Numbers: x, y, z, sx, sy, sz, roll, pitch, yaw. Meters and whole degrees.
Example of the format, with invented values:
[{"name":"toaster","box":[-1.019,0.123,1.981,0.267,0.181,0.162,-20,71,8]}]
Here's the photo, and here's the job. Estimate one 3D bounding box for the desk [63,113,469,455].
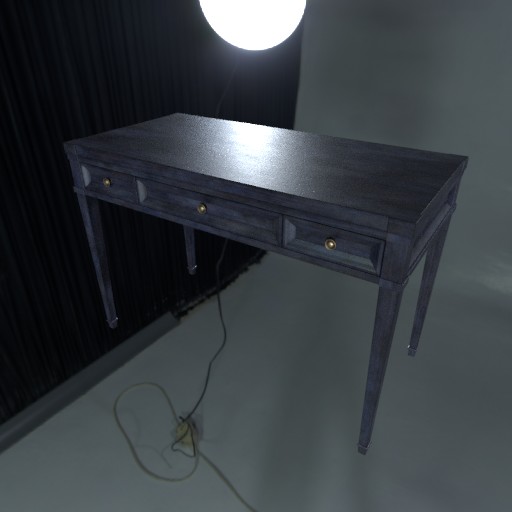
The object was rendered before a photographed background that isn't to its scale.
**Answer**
[{"name":"desk","box":[0.000,0.000,1.767,1.289,0.861,0.630,18,34,28]}]
